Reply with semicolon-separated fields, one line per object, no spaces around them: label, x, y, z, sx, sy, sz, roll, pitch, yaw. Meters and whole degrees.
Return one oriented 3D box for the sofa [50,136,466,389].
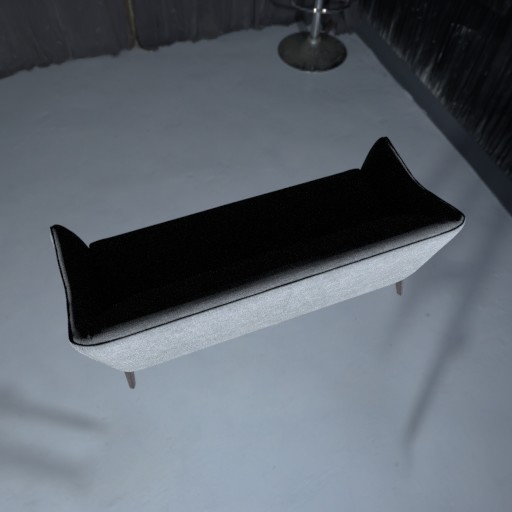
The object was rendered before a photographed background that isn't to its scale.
sofa;0.000;0.000;2.365;1.928;0.829;0.867;-17;58;-11
